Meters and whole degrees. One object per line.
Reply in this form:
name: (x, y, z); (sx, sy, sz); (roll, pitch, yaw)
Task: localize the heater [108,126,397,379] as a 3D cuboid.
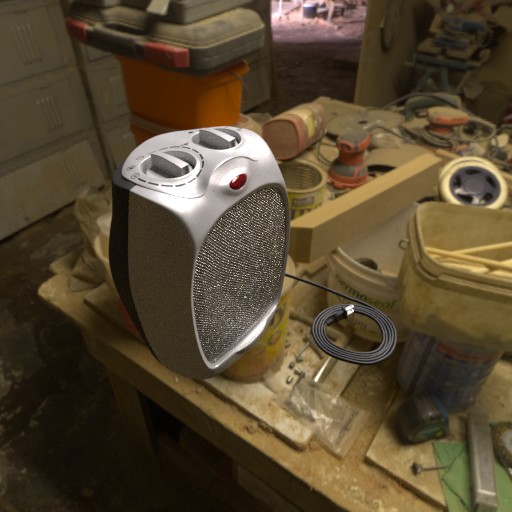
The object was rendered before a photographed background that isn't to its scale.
heater: (0.000, 0.000, 0.460); (0.291, 0.240, 0.239); (26, 46, 27)
